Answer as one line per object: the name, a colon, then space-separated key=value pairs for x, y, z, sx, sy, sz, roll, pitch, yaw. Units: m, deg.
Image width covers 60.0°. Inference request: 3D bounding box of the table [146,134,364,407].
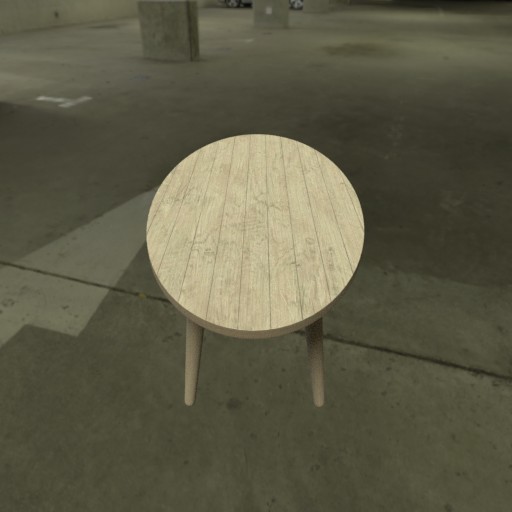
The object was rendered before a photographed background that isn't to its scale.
table: x=0.000 y=0.000 z=1.297 sx=0.542 sy=0.390 sz=1.083 roll=0 pitch=32 yaw=0
